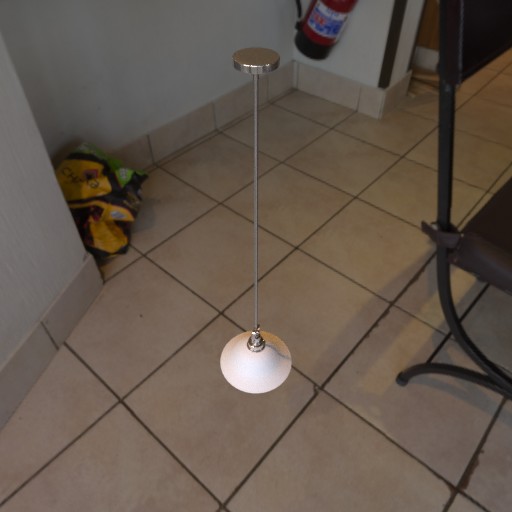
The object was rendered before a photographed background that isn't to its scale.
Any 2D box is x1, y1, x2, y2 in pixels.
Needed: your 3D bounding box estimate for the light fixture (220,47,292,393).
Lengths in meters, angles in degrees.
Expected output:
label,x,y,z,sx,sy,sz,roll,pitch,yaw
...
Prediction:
label,x,y,z,sx,sy,sz,roll,pitch,yaw
light fixture,0.000,0.000,1.537,0.324,1.354,0.324,17,48,16
